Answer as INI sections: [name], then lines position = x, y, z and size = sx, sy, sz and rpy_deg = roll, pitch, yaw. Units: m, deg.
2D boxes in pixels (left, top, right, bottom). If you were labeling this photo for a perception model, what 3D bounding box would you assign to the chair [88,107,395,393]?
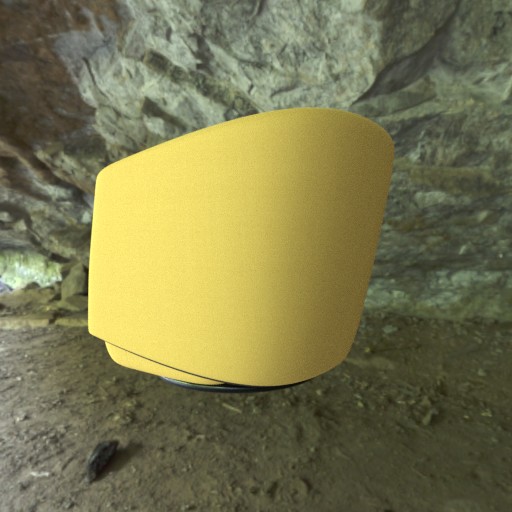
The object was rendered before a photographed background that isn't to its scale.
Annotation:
[chair]
position = 0.000, 0.000, 1.333
size = 0.767, 0.698, 0.773
rpy_deg = 1, 1, 36
